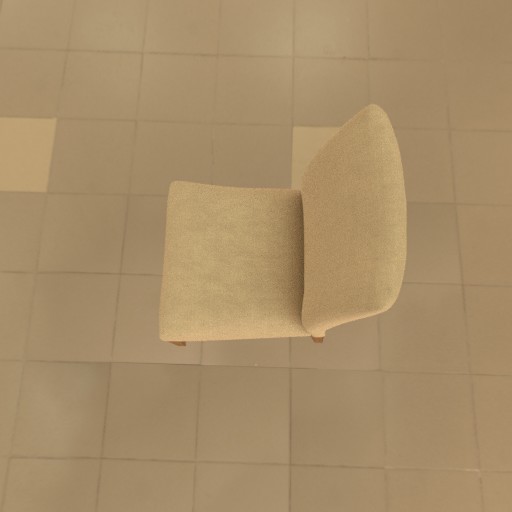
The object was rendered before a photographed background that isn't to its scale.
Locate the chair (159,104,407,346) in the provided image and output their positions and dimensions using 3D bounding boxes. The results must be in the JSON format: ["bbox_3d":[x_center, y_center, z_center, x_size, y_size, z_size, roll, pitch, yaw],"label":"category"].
[{"bbox_3d":[0.000,0.000,1.307,0.585,0.940,0.496,1,76,0],"label":"chair"}]
